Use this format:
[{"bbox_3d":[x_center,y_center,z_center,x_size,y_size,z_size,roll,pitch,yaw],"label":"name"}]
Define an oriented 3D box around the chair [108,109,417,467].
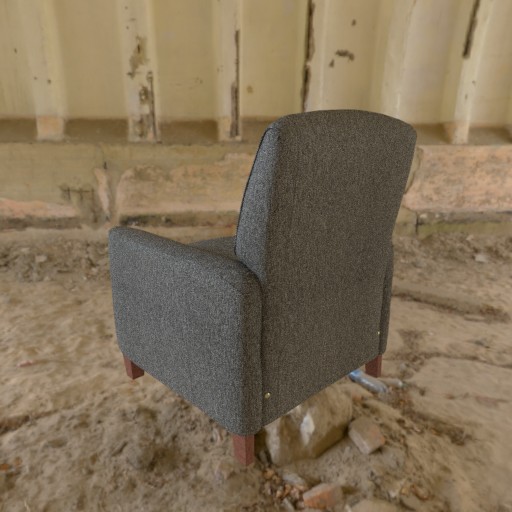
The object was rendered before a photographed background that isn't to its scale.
[{"bbox_3d":[0.000,0.000,1.661,0.848,1.014,0.864,-14,21,-42],"label":"chair"}]
